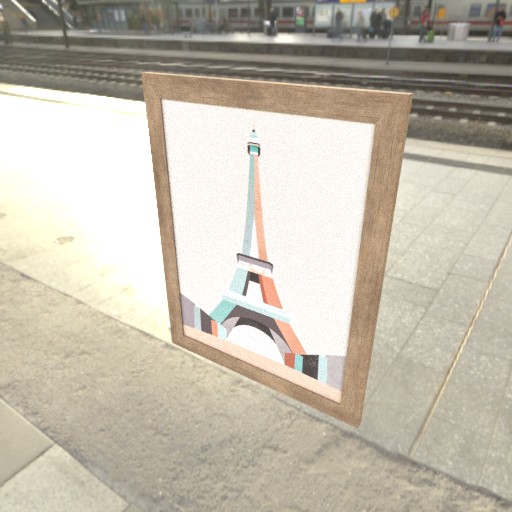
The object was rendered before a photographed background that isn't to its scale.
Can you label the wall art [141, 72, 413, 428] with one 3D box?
[{"bbox_3d":[0.000,0.000,0.929,0.534,0.686,0.018,17,33,28],"label":"wall art"}]
